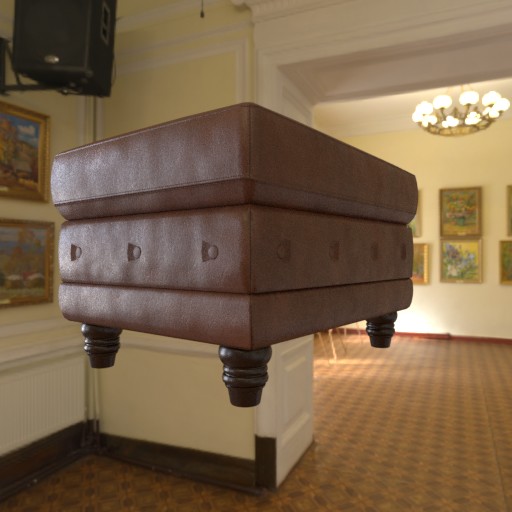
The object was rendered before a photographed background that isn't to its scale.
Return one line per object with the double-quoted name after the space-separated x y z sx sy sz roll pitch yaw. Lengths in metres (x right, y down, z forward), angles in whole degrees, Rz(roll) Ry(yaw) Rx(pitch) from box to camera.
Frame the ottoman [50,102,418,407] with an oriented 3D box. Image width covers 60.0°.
0.000 0.000 1.139 0.588 0.509 0.795 0 0 37 "ottoman"
